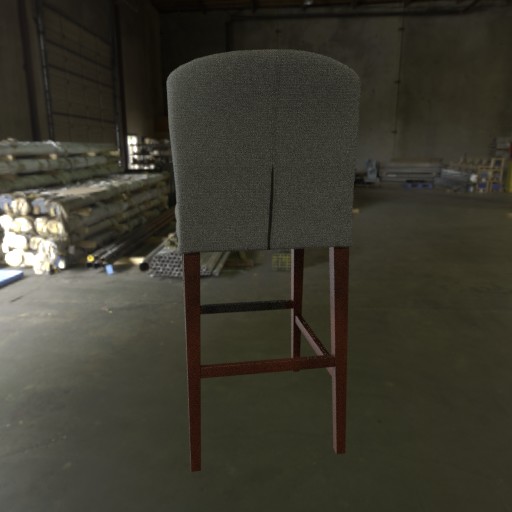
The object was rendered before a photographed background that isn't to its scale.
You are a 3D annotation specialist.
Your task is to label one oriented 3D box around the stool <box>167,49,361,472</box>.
[{"bbox_3d":[0.000,0.000,1.358,0.486,1.069,0.568,-2,14,-10],"label":"stool"}]
